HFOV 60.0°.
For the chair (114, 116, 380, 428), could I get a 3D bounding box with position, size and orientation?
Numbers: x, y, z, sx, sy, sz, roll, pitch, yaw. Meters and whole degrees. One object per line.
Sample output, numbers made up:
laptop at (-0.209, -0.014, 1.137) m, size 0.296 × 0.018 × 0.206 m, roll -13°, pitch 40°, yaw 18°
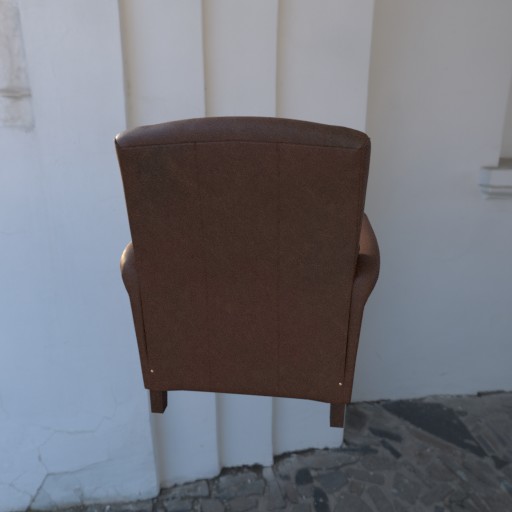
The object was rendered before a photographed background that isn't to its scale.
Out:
chair at (0.000, 0.000, 1.788) m, size 0.978 × 1.061 × 0.902 m, roll 2°, pitch 17°, yaw 7°
